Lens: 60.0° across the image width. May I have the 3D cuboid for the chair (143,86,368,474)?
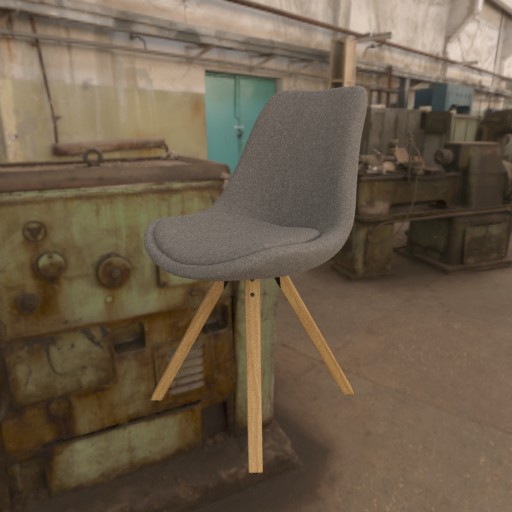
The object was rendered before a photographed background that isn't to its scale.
[{"bbox_3d":[0.000,0.000,1.185,0.483,0.865,0.550,16,23,41],"label":"chair"}]
